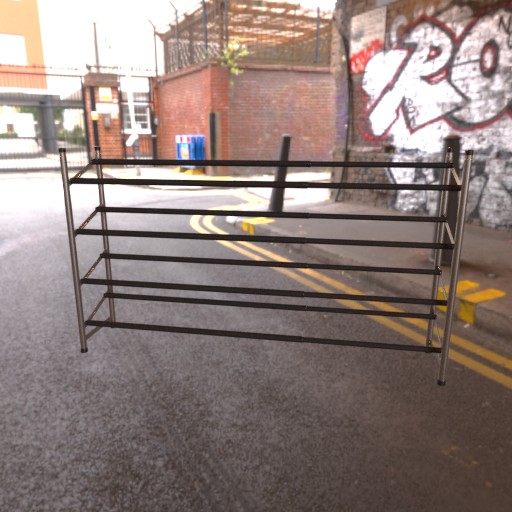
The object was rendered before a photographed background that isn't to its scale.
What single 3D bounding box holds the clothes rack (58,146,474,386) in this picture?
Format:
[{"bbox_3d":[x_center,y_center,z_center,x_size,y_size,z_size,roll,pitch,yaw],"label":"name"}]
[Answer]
[{"bbox_3d":[0.000,0.000,1.414,1.168,0.672,0.229,3,15,10],"label":"clothes rack"}]
